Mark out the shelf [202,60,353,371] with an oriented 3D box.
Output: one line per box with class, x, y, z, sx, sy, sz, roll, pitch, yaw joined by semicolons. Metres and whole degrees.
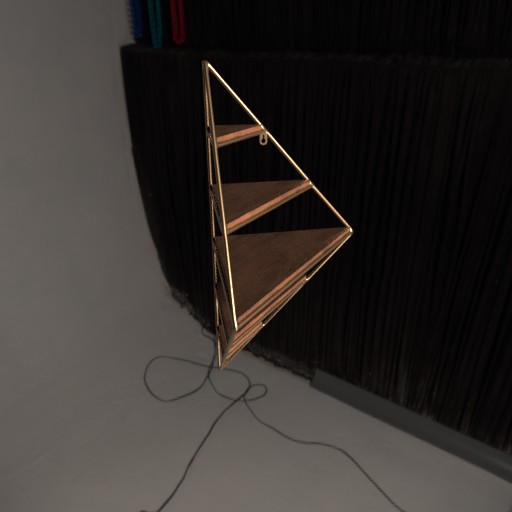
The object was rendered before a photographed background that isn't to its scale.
shelf;0.000;0.000;1.141;0.294;0.913;0.564;18;32;30
